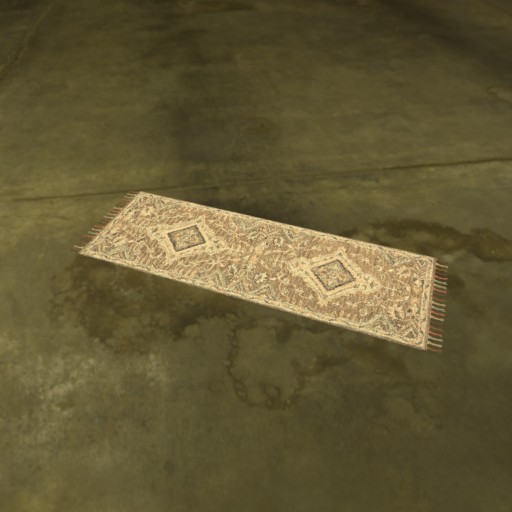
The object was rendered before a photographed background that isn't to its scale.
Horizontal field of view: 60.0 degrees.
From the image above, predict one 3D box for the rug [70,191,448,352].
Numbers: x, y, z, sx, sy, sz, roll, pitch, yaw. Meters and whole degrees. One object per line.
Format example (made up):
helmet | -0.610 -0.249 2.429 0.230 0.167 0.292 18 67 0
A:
rug | 0.000 0.000 2.786 2.378 0.018 1.324 26 48 26
